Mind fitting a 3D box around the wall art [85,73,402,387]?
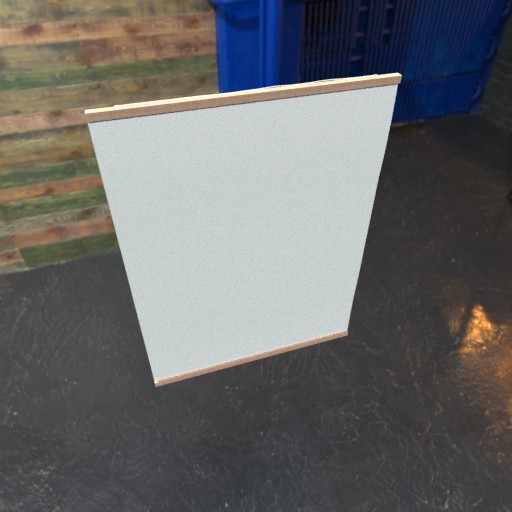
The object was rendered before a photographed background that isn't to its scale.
[{"bbox_3d":[0.000,0.000,1.347,0.758,1.013,0.020,-12,42,-14],"label":"wall art"}]
